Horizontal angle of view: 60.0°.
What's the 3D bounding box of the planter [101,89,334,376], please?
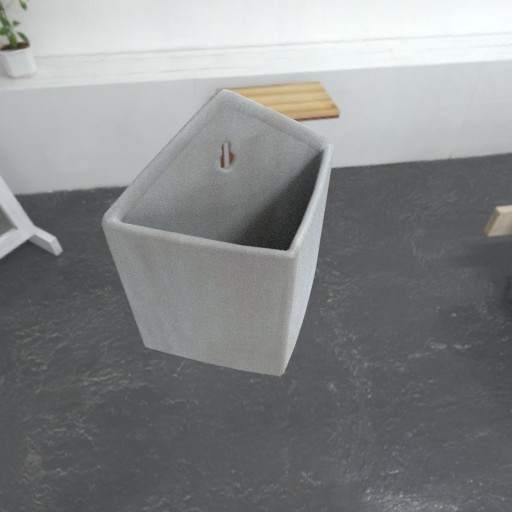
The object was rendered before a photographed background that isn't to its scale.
[{"bbox_3d":[0.000,0.000,0.286,0.163,0.194,0.080,-23,52,-19],"label":"planter"}]
